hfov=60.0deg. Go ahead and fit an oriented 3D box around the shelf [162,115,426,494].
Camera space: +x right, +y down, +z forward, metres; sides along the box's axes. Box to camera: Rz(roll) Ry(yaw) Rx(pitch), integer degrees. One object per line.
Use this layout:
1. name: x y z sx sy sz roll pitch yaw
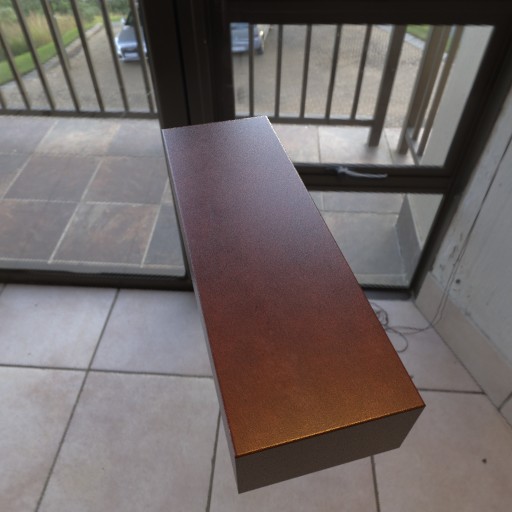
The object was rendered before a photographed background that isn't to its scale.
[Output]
1. shelf: 0.000 0.000 0.515 0.152 0.088 0.457 -11 48 -10
